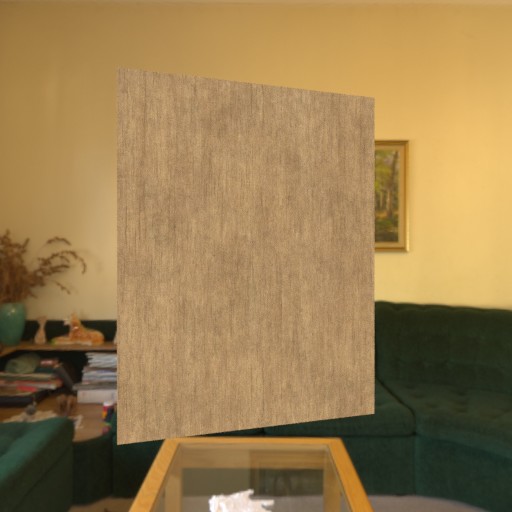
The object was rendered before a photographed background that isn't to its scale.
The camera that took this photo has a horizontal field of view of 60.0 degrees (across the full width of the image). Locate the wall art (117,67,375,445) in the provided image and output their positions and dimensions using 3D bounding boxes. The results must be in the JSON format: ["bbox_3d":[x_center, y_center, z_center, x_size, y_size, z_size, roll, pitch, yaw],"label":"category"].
[{"bbox_3d":[0.000,0.000,0.892,0.534,0.686,0.018,0,0,-17],"label":"wall art"}]
